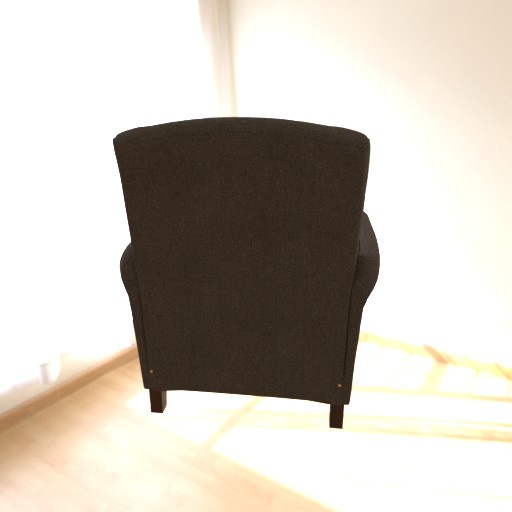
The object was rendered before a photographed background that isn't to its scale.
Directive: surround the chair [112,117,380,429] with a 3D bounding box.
[{"bbox_3d":[0.000,0.000,1.784,0.978,1.061,0.905,2,17,7],"label":"chair"}]
